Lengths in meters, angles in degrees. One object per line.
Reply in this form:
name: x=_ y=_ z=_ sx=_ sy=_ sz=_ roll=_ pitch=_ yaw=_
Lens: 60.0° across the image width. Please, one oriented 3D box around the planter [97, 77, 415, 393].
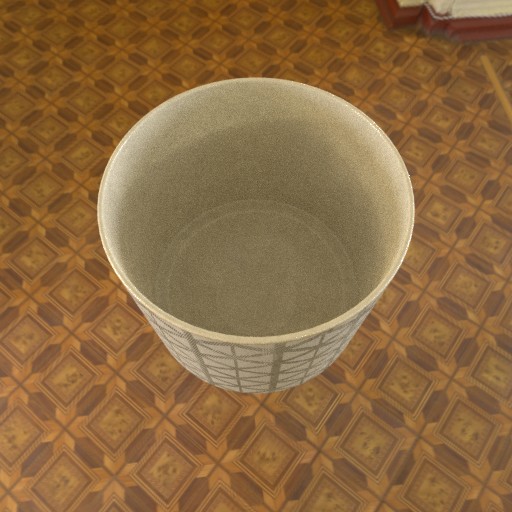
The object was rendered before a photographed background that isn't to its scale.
planter: x=0.000 y=0.000 z=0.459 sx=0.250 sy=0.239 sz=0.250 roll=0 pitch=63 yaw=0
